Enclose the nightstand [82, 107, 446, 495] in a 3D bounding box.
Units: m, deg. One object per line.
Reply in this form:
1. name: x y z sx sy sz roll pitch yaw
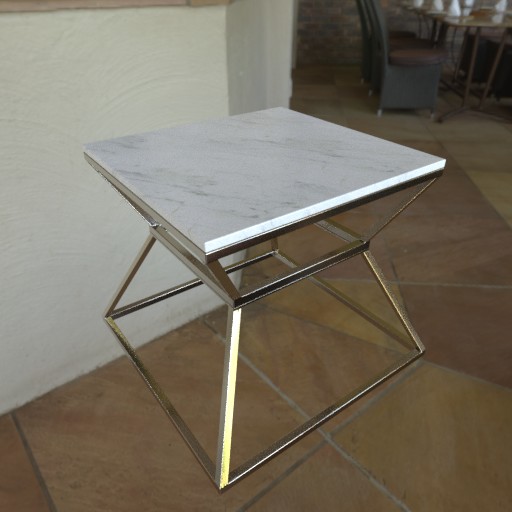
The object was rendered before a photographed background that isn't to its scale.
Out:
1. nightstand: 0.000 0.000 0.877 0.513 0.426 0.514 -21 38 -30
